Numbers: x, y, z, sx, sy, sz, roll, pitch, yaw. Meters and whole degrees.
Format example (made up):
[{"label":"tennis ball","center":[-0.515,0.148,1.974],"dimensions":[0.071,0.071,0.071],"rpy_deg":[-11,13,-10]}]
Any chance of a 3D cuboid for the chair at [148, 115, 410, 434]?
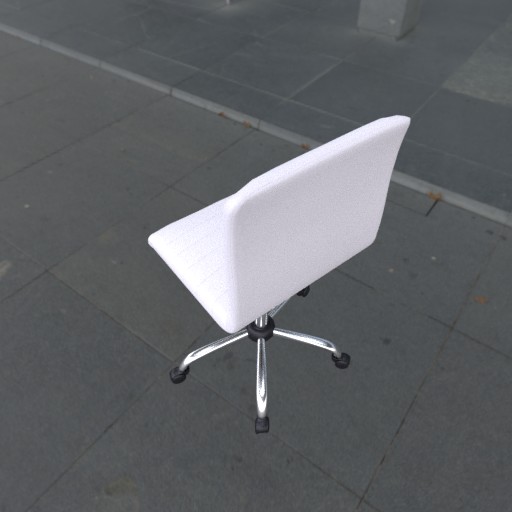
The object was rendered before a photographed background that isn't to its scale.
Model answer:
[{"label":"chair","center":[0.000,0.000,1.030],"dimensions":[0.520,0.750,0.455],"rpy_deg":[-30,53,-25]}]
